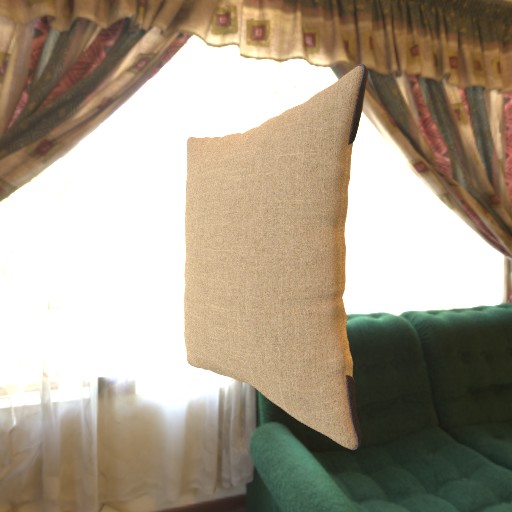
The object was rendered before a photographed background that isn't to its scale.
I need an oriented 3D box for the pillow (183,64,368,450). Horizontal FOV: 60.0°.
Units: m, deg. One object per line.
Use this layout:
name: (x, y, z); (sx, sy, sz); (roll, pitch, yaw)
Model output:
pillow: (0.000, 0.000, 0.681); (0.147, 0.441, 0.440); (-2, 3, -36)
